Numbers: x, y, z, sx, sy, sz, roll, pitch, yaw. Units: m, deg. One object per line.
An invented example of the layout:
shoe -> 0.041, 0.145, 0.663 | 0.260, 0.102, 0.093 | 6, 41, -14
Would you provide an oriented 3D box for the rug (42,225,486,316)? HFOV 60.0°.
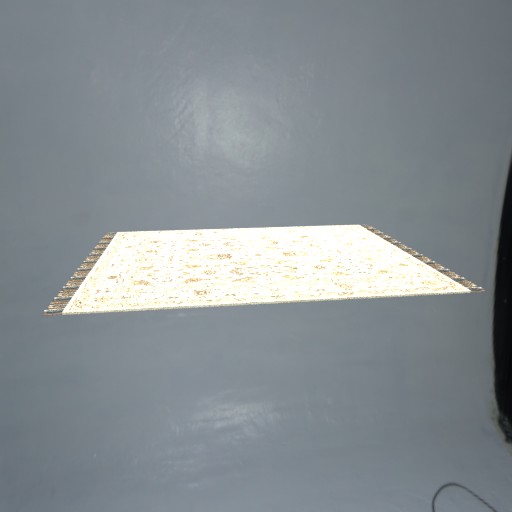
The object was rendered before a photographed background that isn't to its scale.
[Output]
rug -> 0.000, 0.000, 2.297 | 1.726, 0.009, 1.278 | -2, 16, -8
